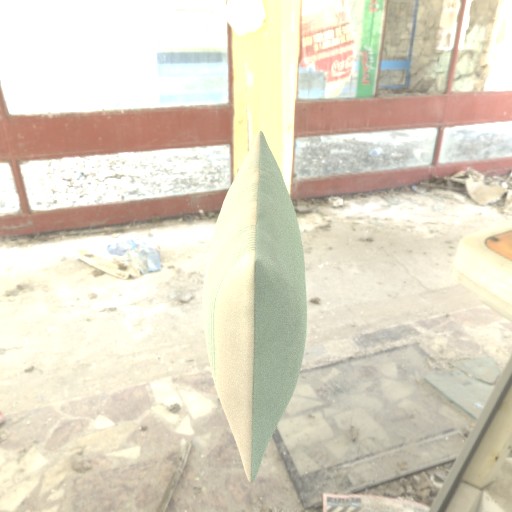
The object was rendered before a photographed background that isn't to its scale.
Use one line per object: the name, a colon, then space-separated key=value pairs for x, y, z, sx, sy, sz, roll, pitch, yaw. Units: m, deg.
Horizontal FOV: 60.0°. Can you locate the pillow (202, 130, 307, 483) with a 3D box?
pillow: x=0.000 y=0.000 z=0.715 sx=0.151 sy=0.287 sz=0.610 roll=0 pitch=26 yaw=1
